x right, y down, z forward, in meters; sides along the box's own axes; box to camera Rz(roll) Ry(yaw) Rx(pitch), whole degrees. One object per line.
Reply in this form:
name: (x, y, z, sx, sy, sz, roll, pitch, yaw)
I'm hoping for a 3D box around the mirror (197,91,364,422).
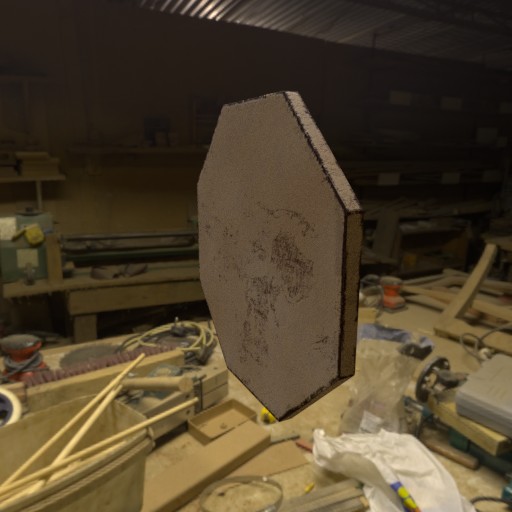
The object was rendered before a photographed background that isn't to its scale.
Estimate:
mirror: (0.000, 0.000, 0.965, 0.031, 0.648, 0.648, -7, 15, -26)
